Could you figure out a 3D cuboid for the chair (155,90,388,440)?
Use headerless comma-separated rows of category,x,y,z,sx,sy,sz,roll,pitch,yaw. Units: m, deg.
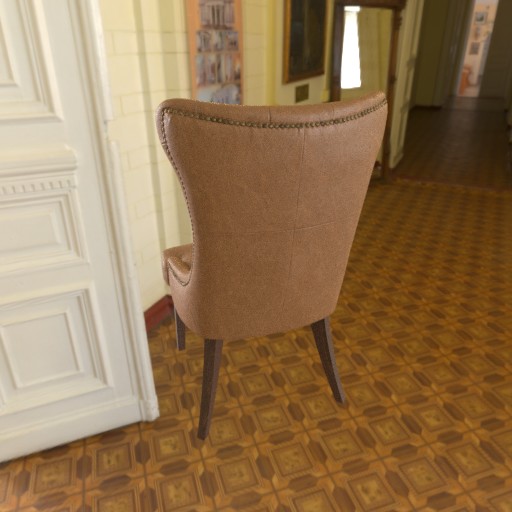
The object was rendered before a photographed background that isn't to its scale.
chair,0.000,0.000,1.481,0.611,1.065,0.669,-8,27,-17
